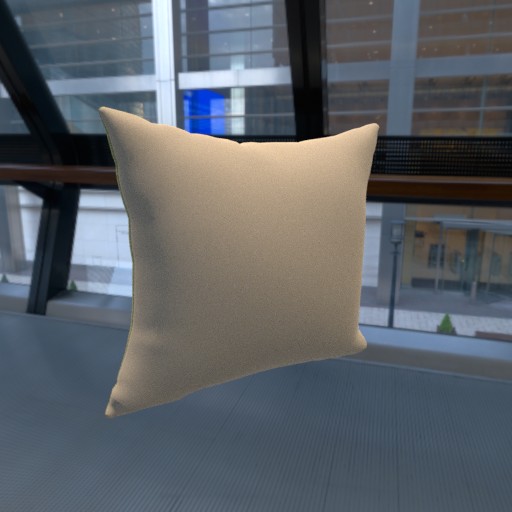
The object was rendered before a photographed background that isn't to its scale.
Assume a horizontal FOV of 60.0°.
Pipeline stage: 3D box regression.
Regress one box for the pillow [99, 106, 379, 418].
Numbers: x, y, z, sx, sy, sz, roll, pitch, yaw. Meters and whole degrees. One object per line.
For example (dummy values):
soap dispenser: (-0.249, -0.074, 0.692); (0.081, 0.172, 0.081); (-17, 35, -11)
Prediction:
pillow: (0.000, 0.000, 0.800); (0.560, 0.487, 0.229); (-7, 14, -29)
